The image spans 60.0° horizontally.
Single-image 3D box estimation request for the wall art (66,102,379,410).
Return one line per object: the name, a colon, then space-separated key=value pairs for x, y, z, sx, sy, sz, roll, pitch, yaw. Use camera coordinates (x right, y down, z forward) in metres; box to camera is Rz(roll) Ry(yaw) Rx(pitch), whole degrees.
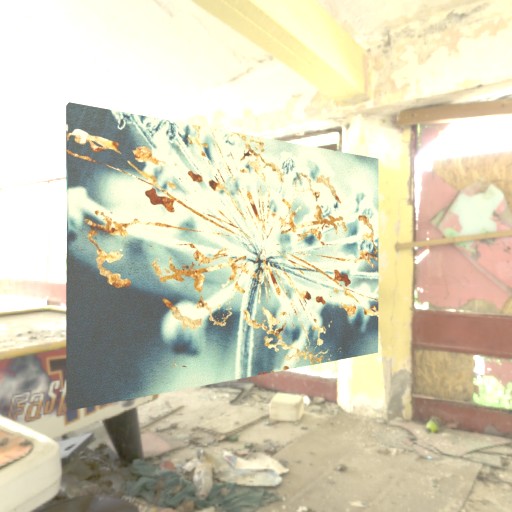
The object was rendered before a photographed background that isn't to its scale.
wall art: x=0.000 y=0.000 z=1.426 sx=1.138 sy=0.759 sz=0.035 roll=0 pitch=0 yaw=-34
